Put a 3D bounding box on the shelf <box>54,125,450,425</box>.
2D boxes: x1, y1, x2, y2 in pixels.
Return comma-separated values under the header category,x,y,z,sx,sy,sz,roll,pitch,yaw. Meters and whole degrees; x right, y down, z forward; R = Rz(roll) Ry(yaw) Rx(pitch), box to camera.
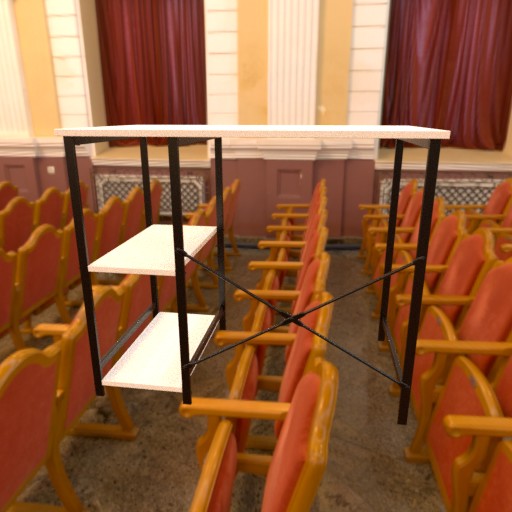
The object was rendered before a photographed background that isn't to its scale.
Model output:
category,x,y,z,sx,sy,sz,roll,pitch,yaw
shelf,0.000,0.000,1.343,0.902,0.750,0.498,3,18,8
